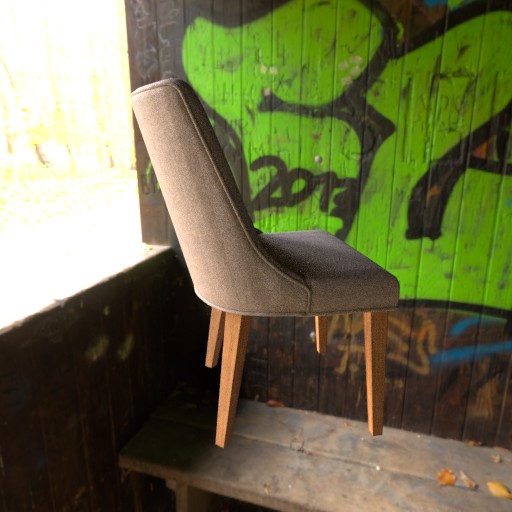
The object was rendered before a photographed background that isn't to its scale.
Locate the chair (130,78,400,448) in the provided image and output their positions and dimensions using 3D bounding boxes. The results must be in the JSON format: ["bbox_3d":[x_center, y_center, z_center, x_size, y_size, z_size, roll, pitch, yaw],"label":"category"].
[{"bbox_3d":[0.000,0.000,1.284,0.636,0.916,0.548,-3,16,-10],"label":"chair"}]
